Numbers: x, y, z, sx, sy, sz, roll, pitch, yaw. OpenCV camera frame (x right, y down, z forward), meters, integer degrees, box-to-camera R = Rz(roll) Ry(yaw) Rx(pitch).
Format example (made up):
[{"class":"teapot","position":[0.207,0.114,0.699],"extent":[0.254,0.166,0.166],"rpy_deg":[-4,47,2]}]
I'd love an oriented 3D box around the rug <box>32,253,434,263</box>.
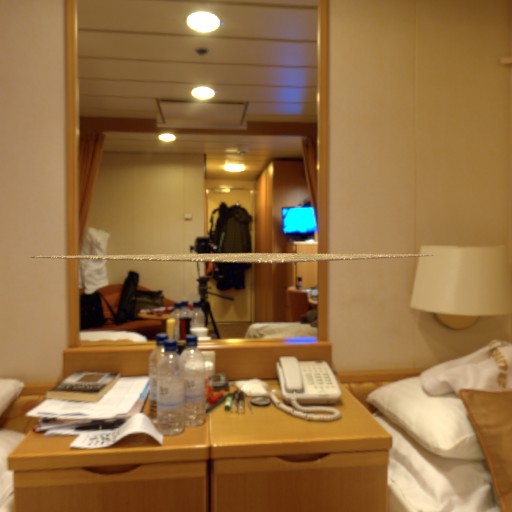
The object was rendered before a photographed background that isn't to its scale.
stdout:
[{"class":"rug","position":[0.000,0.000,4.227],"extent":[2.457,0.012,3.062],"rpy_deg":[1,1,37]}]
